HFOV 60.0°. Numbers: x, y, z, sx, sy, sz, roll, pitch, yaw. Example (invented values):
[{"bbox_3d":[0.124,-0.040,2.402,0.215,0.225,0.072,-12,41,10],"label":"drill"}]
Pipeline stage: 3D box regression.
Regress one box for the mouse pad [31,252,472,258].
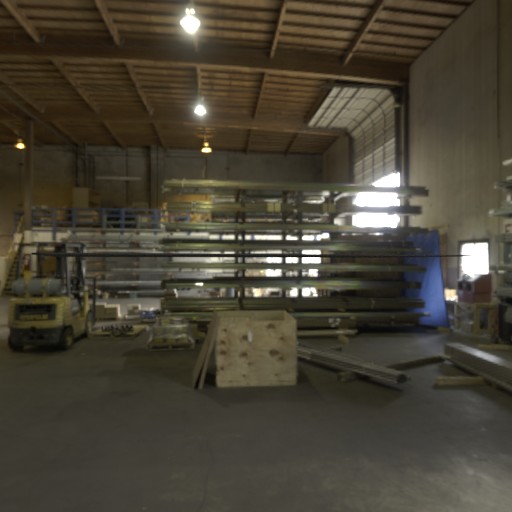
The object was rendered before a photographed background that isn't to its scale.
[{"bbox_3d":[0.000,0.000,1.052,0.907,0.003,0.424,0,-1,-18],"label":"mouse pad"}]
